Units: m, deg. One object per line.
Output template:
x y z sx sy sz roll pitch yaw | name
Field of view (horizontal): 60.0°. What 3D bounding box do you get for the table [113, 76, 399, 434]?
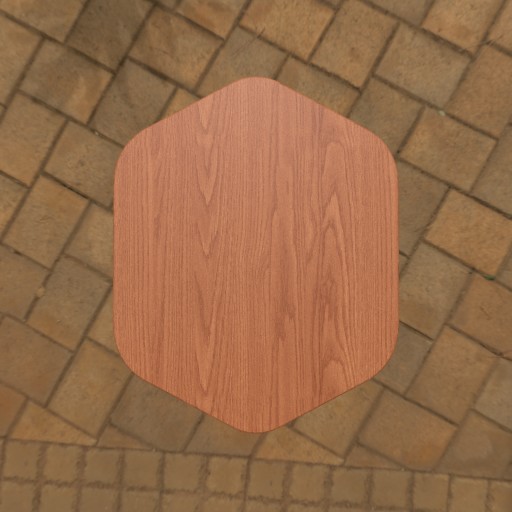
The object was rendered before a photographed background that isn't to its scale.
0.000 0.000 0.899 0.400 0.562 0.500 0 90 0 | table
